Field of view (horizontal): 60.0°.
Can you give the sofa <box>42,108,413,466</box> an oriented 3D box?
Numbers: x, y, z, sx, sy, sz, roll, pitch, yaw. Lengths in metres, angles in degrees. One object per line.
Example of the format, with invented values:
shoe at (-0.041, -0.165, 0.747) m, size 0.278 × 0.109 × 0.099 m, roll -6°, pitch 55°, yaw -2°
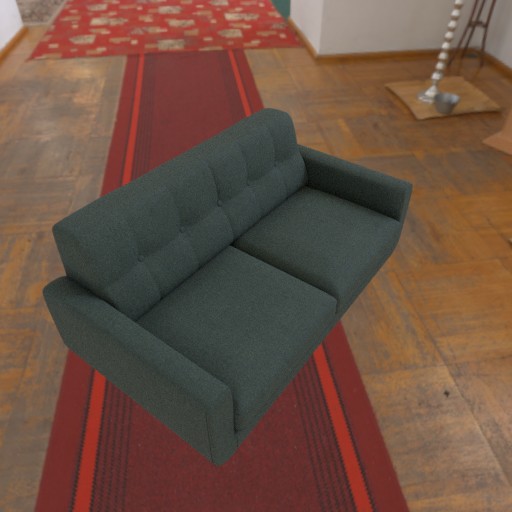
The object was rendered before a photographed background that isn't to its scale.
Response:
sofa at (0.000, 0.000, 2.117) m, size 0.909 × 0.841 × 1.631 m, roll 26°, pitch 47°, yaw 27°
